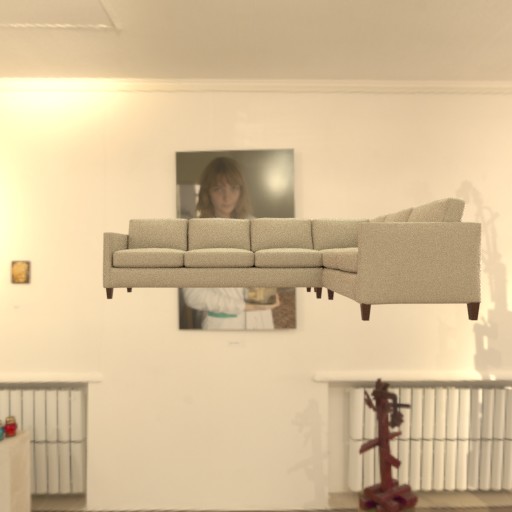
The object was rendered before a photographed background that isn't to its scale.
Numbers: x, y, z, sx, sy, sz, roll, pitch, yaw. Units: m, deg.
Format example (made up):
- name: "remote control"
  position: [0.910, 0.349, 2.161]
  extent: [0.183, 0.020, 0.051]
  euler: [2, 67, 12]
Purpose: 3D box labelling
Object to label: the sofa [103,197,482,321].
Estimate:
- name: "sofa"
  position: [0.000, 0.000, 4.462]
  extent: [3.333, 0.934, 2.522]
  euler: [0, 0, -1]
